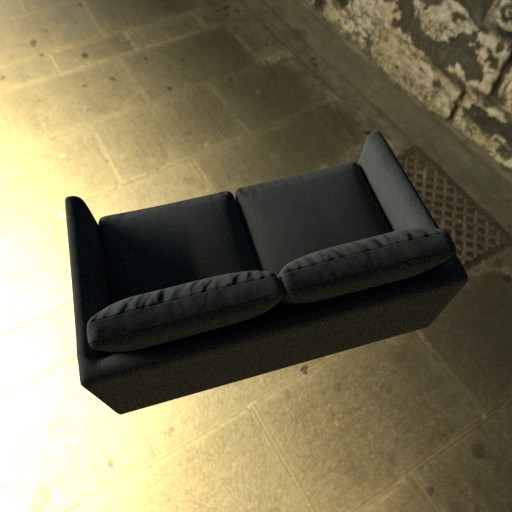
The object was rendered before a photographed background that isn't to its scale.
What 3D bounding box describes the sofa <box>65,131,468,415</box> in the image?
[{"bbox_3d":[0.000,0.000,2.492,1.909,0.845,1.091,-14,60,-8],"label":"sofa"}]
